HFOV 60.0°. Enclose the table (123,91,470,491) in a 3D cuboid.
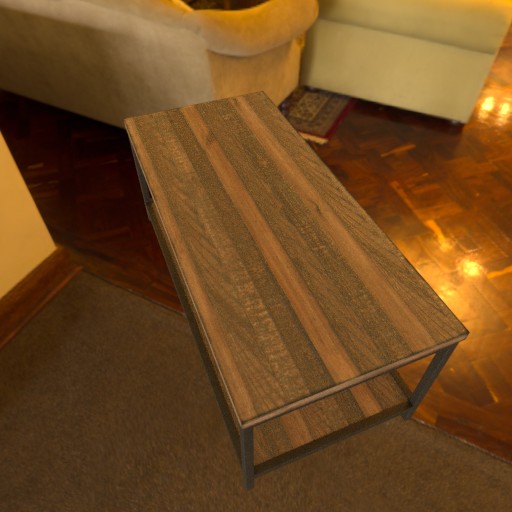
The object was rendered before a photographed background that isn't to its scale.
[{"bbox_3d":[0.000,0.000,1.218,0.452,0.399,0.990,-17,50,-15],"label":"table"}]
